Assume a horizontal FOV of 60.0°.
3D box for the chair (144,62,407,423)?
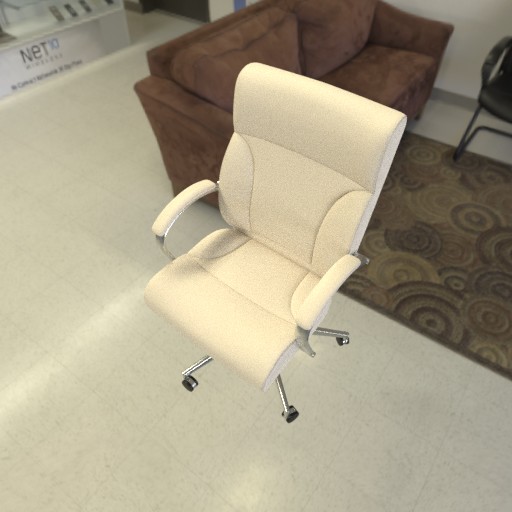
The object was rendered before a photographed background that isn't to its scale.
[{"bbox_3d":[0.000,0.000,1.607,0.727,1.099,0.745,31,54,25],"label":"chair"}]
